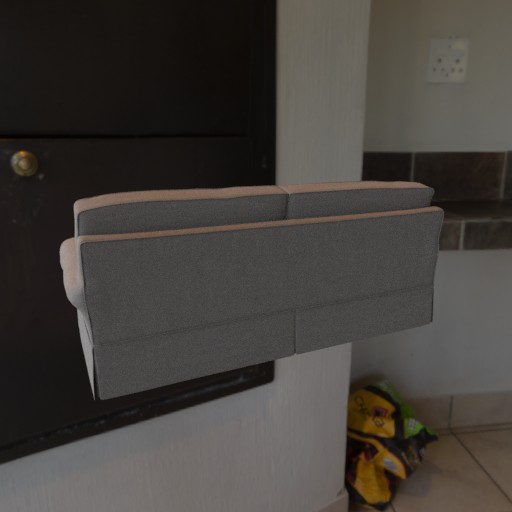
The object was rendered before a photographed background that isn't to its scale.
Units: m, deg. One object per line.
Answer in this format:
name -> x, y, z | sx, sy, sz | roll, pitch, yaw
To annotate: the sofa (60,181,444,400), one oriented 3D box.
sofa -> 0.000, 0.000, 2.794 | 2.248, 0.943, 0.991 | -7, 16, -25
